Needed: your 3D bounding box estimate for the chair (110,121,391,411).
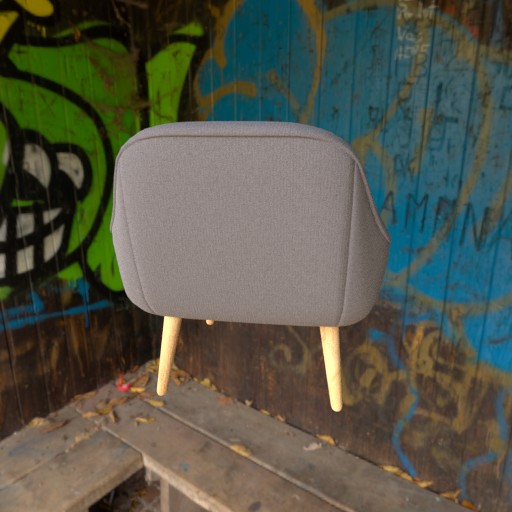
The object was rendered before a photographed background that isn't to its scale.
[{"bbox_3d":[0.000,0.000,1.382,0.770,0.800,0.779,2,17,8],"label":"chair"}]
